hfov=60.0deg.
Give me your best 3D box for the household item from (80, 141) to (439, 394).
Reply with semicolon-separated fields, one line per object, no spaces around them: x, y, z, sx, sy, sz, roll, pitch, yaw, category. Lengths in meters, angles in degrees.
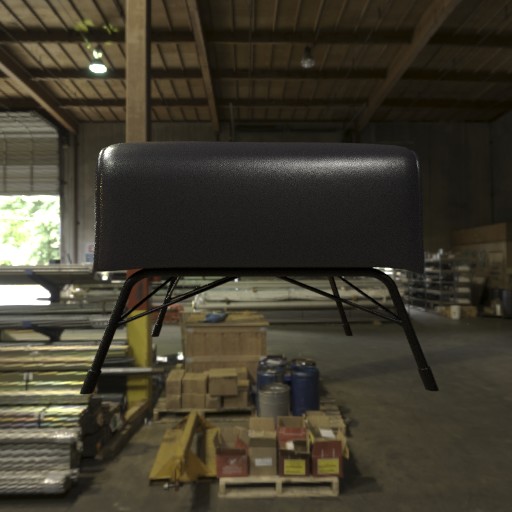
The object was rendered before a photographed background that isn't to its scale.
0.000;0.000;0.914;0.530;0.410;0.530;0;-1;-2;household item
